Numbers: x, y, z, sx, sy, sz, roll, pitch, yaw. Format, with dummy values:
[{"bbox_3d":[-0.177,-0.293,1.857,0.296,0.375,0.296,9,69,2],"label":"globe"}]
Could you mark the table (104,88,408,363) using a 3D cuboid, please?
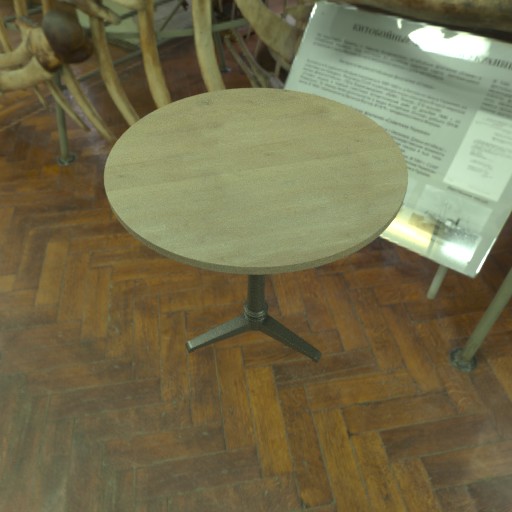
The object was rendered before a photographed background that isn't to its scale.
[{"bbox_3d":[0.000,0.000,1.480,0.800,0.780,0.800,0,47,0],"label":"table"}]
